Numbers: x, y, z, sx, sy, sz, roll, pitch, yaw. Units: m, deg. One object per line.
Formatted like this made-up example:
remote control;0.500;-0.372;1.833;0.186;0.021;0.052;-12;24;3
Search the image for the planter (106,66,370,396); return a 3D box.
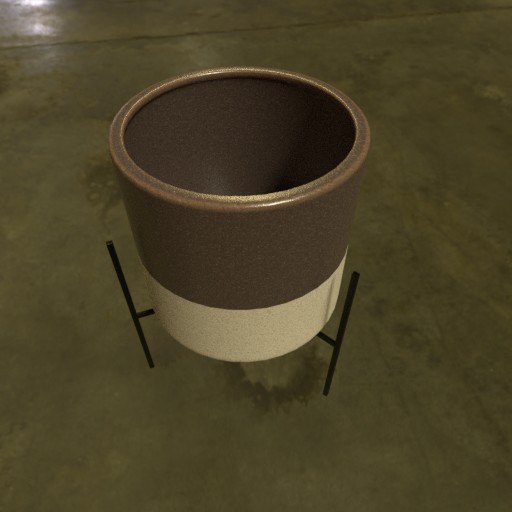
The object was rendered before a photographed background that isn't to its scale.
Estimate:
planter;0.000;0.000;0.526;0.260;0.353;0.250;25;52;22
